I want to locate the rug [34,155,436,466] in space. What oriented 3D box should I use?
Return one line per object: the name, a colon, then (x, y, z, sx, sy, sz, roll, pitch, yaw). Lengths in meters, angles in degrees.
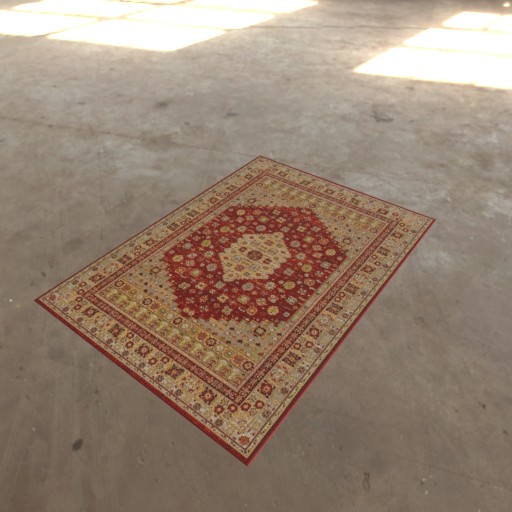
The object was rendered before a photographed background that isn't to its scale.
rug: (0.000, 0.000, 2.903, 1.593, 0.013, 2.211, 26, 47, 27)
